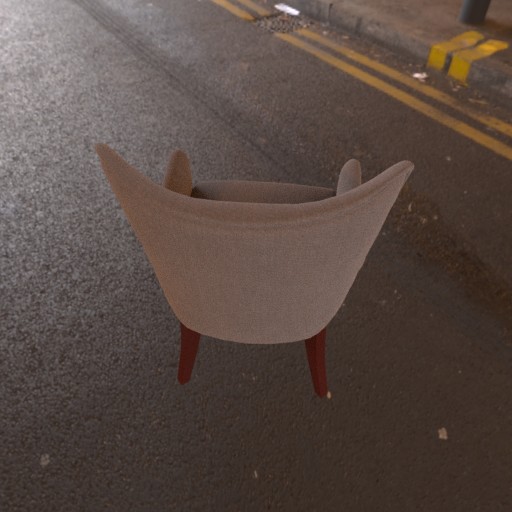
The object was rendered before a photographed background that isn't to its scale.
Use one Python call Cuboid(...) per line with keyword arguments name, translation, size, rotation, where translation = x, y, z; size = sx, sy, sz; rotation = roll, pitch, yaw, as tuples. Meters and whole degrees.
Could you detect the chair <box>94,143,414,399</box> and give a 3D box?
Cuboid(name="chair", translation=(0.000, 0.000, 1.422), size=(0.732, 0.948, 0.677), rotation=(4, 47, 4))
